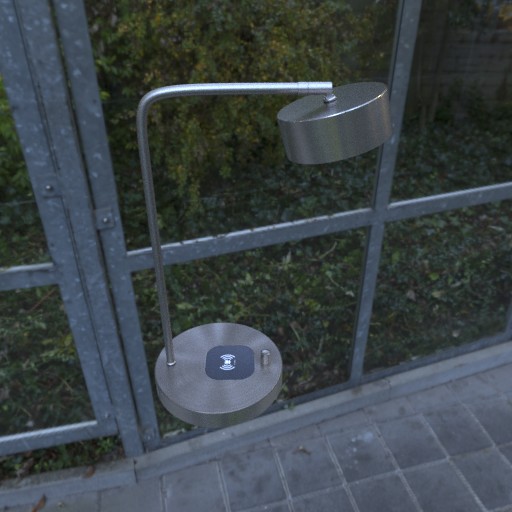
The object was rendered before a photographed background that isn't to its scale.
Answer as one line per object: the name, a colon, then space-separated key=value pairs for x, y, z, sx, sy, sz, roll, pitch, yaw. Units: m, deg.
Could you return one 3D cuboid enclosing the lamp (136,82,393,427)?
lamp: x=0.000 y=0.000 z=0.635 sx=0.334 sy=0.469 sz=0.211 roll=-1 pitch=30 yaw=-1
